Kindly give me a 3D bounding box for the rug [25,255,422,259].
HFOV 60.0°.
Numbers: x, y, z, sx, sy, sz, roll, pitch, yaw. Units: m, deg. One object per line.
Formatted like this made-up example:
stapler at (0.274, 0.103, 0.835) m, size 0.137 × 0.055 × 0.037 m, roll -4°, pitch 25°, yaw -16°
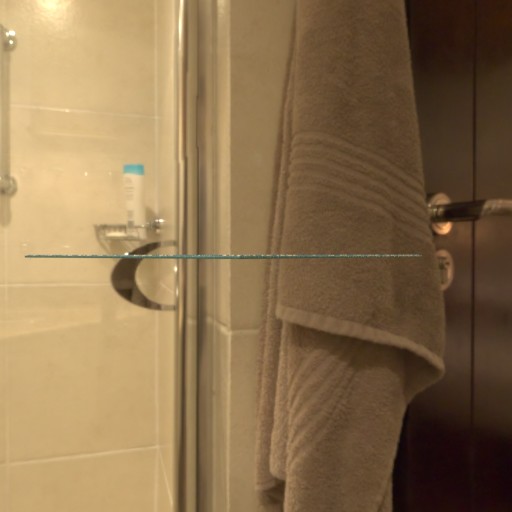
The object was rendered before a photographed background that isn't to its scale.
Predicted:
rug at (0.000, 0.000, 2.354) m, size 1.211 × 0.012 × 1.833 m, roll 0°, pitch 0°, yaw 36°
